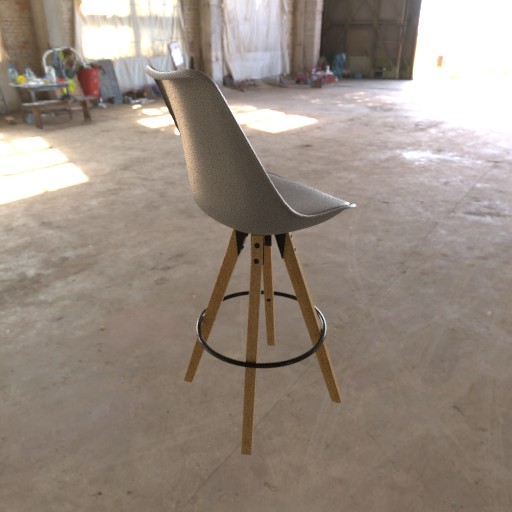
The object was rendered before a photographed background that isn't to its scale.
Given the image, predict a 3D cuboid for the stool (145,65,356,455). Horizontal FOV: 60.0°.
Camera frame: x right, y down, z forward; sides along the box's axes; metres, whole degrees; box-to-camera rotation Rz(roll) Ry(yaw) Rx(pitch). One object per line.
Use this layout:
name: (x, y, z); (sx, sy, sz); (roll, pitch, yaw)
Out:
stool: (0.000, 0.000, 1.400); (0.550, 1.115, 0.485); (-17, 31, -31)
